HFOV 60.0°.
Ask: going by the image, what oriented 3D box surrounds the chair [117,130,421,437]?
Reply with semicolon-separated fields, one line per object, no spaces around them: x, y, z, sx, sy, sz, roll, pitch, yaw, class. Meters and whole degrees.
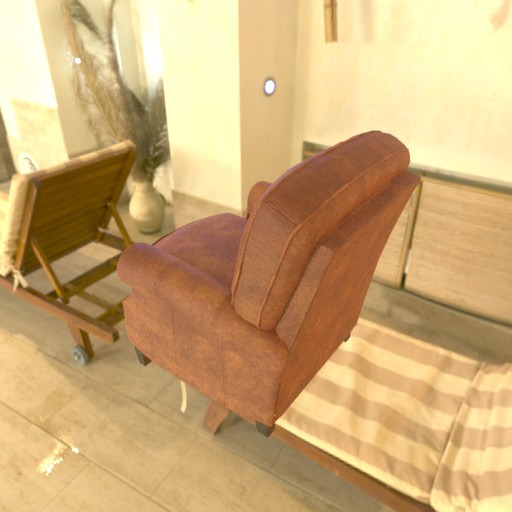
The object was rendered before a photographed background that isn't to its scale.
0.000;0.000;1.781;0.986;1.018;0.936;20;36;30;chair
